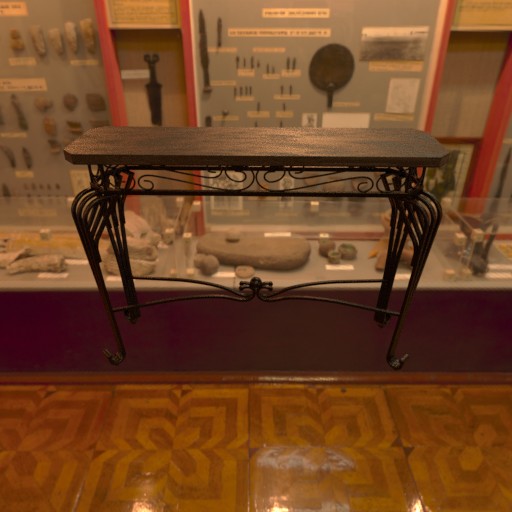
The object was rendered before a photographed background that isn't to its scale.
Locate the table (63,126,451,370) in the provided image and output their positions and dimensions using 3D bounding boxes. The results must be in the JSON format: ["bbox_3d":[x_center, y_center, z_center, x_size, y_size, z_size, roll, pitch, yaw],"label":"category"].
[{"bbox_3d":[0.000,0.000,1.520,1.112,0.800,0.329,1,31,1],"label":"table"}]
